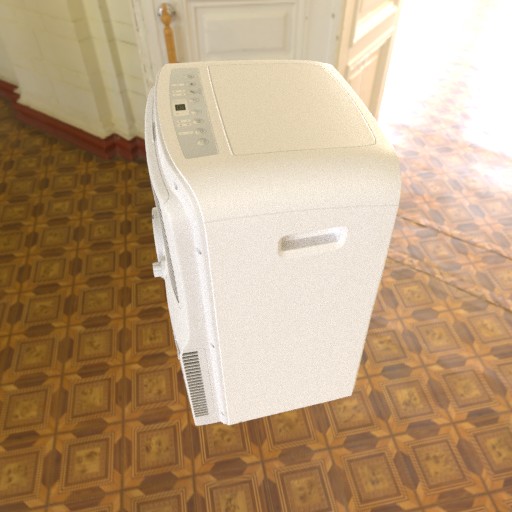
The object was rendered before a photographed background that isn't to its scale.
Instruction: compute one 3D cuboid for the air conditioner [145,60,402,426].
[{"bbox_3d":[0.000,0.000,1.023,0.467,0.765,0.478,-8,47,-8],"label":"air conditioner"}]
